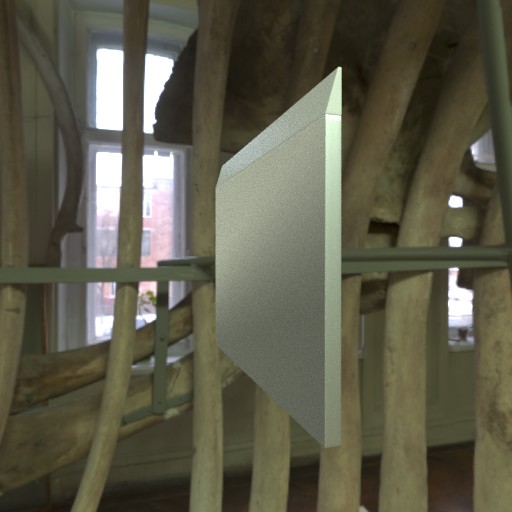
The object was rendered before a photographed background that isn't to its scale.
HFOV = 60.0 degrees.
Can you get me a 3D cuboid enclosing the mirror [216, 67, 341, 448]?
[{"bbox_3d":[0.000,0.000,1.147,0.030,0.630,0.870,0,0,-17],"label":"mirror"}]
